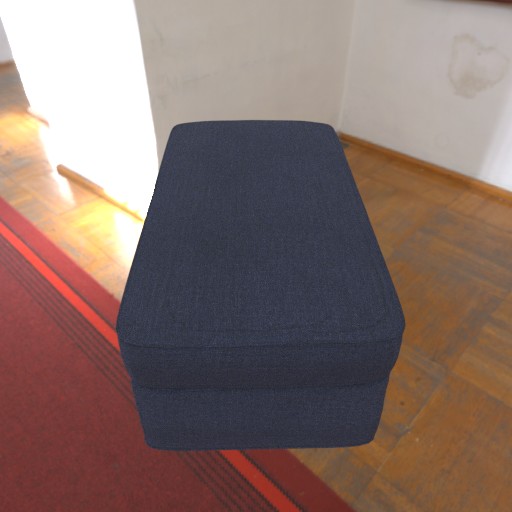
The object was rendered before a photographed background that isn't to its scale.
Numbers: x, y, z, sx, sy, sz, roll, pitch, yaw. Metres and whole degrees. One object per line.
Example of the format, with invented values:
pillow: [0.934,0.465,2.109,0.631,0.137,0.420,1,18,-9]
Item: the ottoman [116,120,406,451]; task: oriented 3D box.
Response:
ottoman: [0.000,0.000,1.172,0.505,0.453,0.895,-1,40,-1]
